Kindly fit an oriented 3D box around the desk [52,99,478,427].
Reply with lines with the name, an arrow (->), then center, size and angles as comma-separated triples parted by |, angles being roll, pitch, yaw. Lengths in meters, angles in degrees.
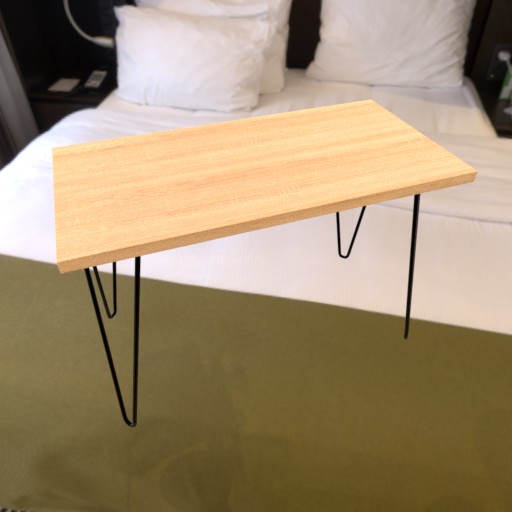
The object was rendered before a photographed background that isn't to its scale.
desk -> 0.000, 0.000, 1.363 | 0.991, 0.660, 0.499 | -13, 42, -15
